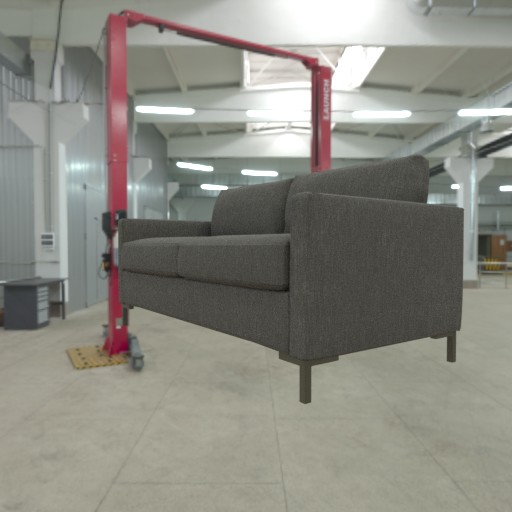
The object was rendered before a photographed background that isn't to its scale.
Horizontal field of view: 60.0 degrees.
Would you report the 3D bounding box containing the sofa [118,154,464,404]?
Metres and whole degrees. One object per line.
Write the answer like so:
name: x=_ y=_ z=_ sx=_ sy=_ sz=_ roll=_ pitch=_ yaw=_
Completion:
sofa: x=0.000 y=0.000 z=2.185 sx=0.875 sy=0.840 sz=1.682 roll=-1 pitch=2 yaw=-36
